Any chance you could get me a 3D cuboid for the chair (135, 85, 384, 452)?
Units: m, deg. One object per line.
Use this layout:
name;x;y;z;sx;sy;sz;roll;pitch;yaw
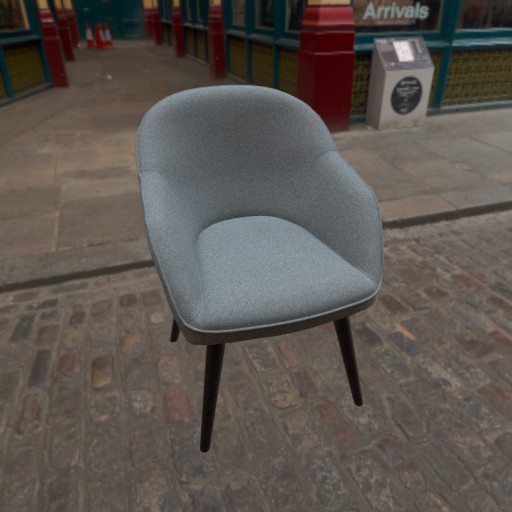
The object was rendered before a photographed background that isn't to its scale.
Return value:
chair;0.000;0.000;1.237;0.589;0.810;0.611;-10;31;-17
